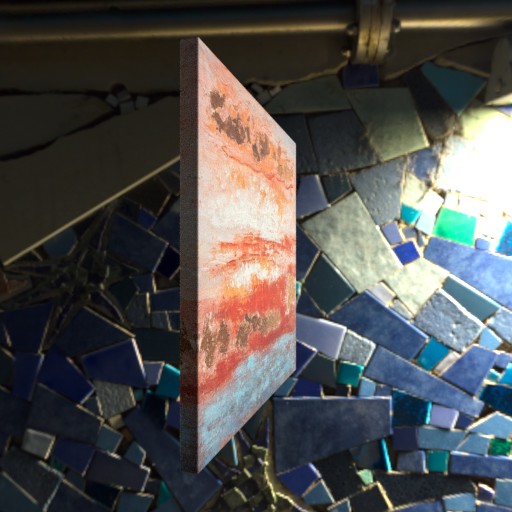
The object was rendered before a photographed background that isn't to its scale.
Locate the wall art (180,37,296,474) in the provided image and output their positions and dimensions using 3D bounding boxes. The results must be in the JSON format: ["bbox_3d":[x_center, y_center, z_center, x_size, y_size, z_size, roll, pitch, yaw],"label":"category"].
[{"bbox_3d":[0.000,0.000,1.113,0.035,0.747,0.747,0,0,18],"label":"wall art"}]
